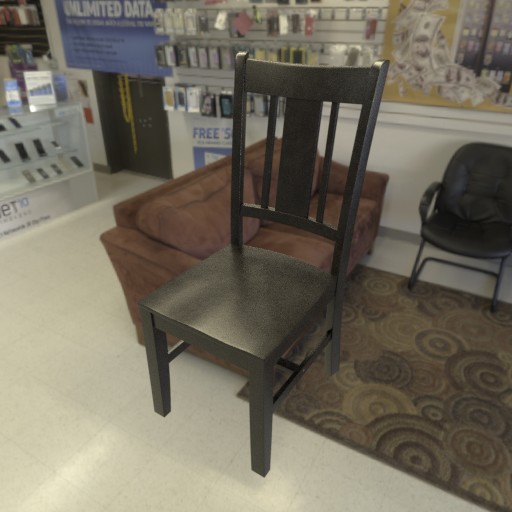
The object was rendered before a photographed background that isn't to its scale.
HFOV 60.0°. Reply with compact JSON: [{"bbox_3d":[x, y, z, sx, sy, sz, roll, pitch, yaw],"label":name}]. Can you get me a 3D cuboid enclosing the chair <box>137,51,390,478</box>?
[{"bbox_3d":[0.000,0.000,1.247,0.450,0.998,0.555,18,34,29],"label":"chair"}]
